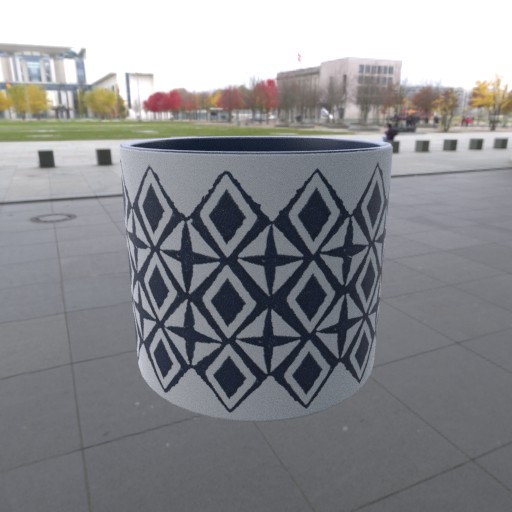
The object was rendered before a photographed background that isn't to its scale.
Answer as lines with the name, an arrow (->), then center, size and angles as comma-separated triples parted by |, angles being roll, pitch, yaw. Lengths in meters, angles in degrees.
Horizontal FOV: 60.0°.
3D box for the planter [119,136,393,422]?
planter -> 0.000, 0.000, 0.406 | 0.224, 0.203, 0.224 | 0, 18, 0
